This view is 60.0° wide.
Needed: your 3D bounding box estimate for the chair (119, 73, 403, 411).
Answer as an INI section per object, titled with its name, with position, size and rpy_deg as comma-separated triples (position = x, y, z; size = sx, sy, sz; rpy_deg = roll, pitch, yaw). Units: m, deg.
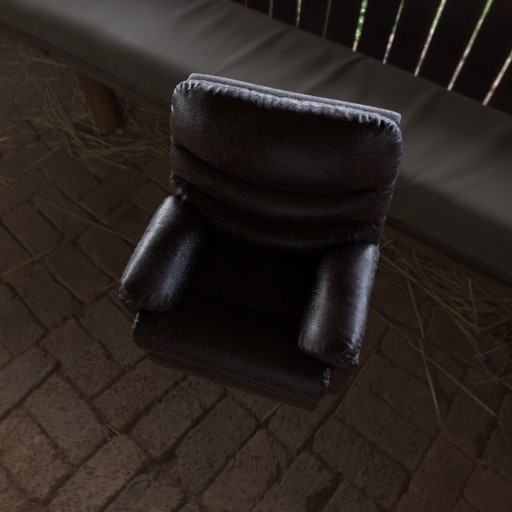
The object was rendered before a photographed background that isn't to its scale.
[chair]
position = 0.000, 0.000, 1.753
size = 0.940, 1.041, 0.879
rpy_deg = 14, 60, 9
